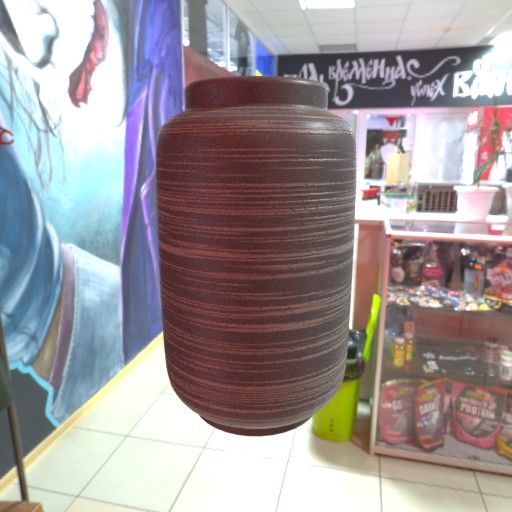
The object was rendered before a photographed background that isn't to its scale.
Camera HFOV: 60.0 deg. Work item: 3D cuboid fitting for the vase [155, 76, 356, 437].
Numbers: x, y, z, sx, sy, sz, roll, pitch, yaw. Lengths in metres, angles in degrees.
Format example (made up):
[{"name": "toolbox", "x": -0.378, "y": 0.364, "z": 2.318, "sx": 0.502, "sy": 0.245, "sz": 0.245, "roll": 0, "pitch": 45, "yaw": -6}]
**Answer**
[{"name": "vase", "x": 0.000, "y": 0.000, "z": 0.692, "sx": 0.297, "sy": 0.499, "sz": 0.297, "roll": 0, "pitch": 13, "yaw": 0}]
